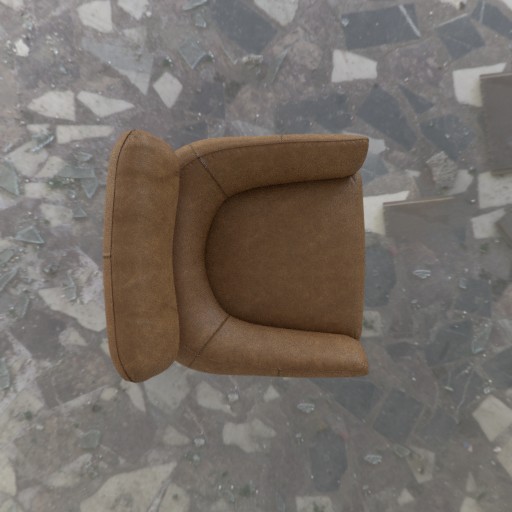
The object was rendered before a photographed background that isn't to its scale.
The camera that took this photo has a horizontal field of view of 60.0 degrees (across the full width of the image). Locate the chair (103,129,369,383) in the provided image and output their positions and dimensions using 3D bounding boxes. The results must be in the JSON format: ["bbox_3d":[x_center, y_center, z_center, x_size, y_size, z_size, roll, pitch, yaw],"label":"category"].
[{"bbox_3d":[0.000,0.000,1.387,0.715,0.812,0.706,0,90,0],"label":"chair"}]
